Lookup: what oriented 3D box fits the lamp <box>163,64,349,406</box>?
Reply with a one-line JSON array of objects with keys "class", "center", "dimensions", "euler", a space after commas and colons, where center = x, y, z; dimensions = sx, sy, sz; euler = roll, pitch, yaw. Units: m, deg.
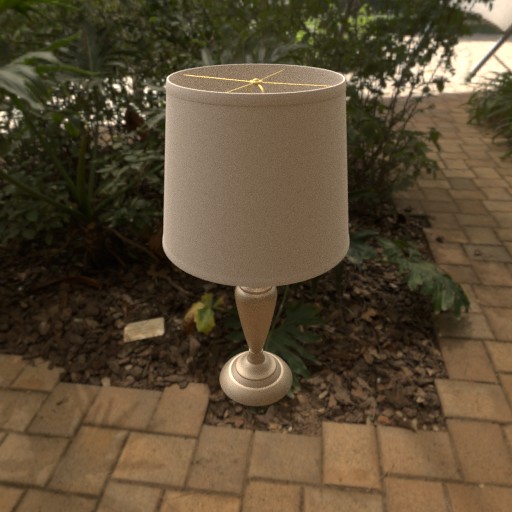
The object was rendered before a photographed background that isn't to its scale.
[{"class": "lamp", "center": [0.000, 0.000, 0.814], "dimensions": [0.328, 0.619, 0.328], "euler": [0, 31, 0]}]
